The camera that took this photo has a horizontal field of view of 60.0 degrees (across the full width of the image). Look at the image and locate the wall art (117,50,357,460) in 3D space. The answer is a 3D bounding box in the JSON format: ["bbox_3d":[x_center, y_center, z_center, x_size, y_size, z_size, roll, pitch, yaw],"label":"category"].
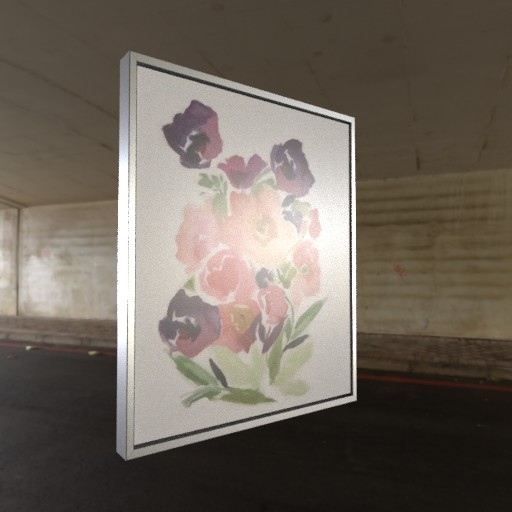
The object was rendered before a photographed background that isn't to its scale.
[{"bbox_3d":[0.000,0.000,0.741,0.452,0.549,0.038,1,-2,-36],"label":"wall art"}]
